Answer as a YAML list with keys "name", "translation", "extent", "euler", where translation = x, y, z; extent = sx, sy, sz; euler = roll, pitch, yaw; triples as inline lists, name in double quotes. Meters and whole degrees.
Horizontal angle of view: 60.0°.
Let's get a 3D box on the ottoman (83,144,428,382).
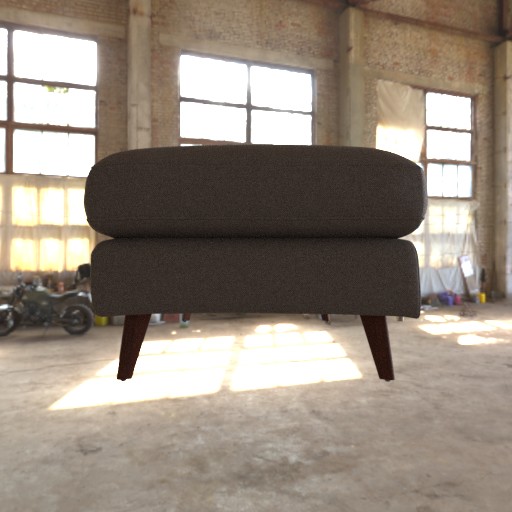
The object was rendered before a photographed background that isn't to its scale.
- name: "ottoman"
  translation: [0.000, 0.000, 1.142]
  extent: [0.608, 0.449, 0.811]
  euler: [0, 0, 0]
